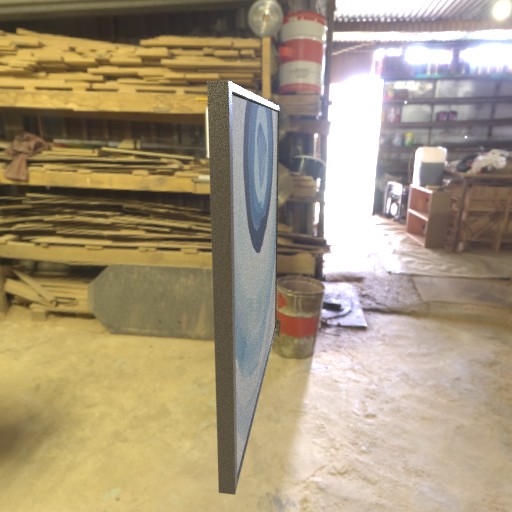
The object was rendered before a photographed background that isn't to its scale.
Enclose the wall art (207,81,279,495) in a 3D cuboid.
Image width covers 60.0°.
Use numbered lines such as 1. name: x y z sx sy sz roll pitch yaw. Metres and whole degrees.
1. wall art: 0.000 0.000 1.201 0.038 0.807 0.809 2 16 8
